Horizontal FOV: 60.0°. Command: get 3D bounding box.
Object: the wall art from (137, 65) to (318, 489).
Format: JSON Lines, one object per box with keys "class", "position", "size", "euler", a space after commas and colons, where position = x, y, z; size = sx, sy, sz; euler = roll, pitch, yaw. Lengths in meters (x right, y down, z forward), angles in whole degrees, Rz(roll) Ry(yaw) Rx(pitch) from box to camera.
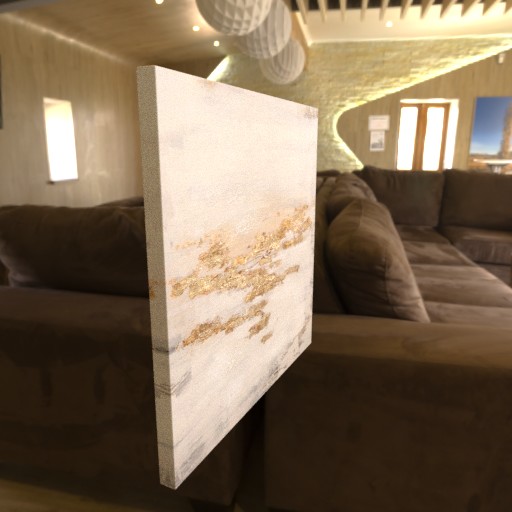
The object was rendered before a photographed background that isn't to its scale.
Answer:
{"class": "wall art", "position": [0.000, 0.000, 1.093], "size": [0.038, 0.755, 0.753], "euler": [7, 15, 26]}
